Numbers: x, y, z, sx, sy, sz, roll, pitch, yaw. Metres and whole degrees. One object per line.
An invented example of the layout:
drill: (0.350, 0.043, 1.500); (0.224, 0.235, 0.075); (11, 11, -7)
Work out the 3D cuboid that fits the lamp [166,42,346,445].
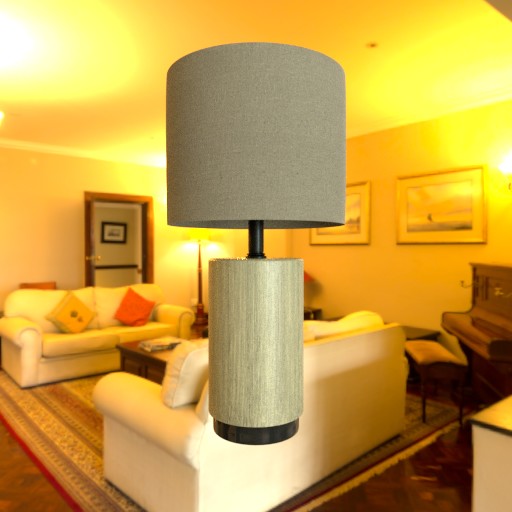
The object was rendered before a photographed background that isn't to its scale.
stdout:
lamp: (0.000, 0.000, 0.573); (0.228, 0.444, 0.228); (0, 1, 1)
